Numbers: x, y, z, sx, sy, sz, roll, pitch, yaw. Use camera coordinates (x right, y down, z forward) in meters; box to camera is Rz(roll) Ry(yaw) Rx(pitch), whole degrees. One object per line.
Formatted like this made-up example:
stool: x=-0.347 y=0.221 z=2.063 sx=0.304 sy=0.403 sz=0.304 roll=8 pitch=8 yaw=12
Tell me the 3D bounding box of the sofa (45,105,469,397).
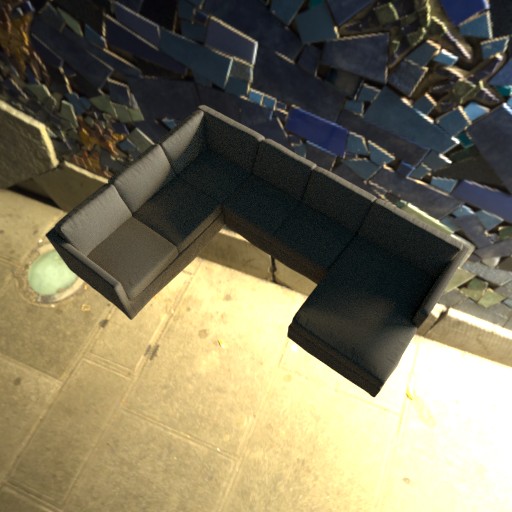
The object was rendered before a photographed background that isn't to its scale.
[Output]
sofa: x=0.000 y=0.000 z=4.565 sx=3.460 sy=0.882 sz=2.427 roll=33 pitch=64 yaw=19
